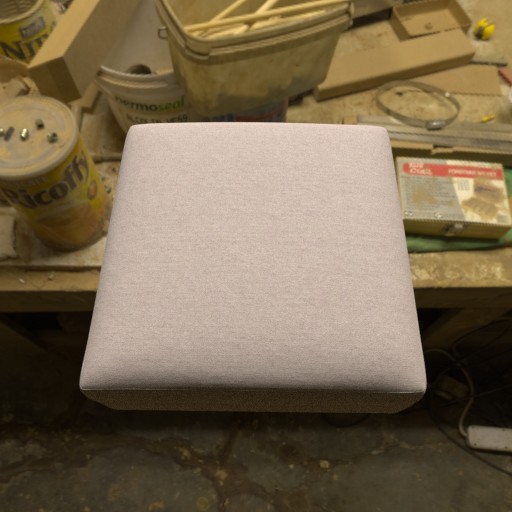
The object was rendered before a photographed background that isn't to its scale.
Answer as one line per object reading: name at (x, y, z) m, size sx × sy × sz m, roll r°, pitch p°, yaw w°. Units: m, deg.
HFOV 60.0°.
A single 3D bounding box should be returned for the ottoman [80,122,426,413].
ottoman at (0.000, 0.000, 1.605) m, size 1.041 × 0.470 × 1.041 m, roll 1°, pitch 64°, yaw 0°
